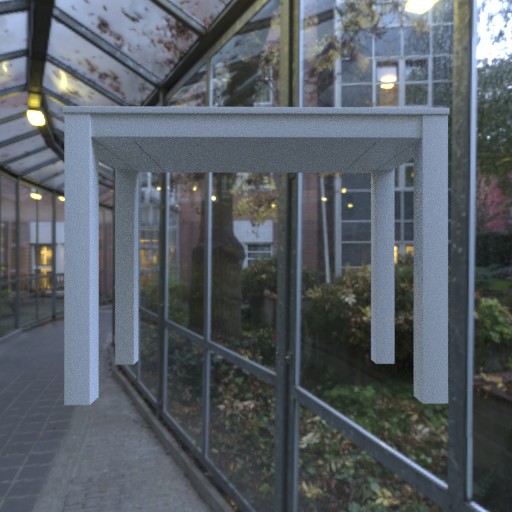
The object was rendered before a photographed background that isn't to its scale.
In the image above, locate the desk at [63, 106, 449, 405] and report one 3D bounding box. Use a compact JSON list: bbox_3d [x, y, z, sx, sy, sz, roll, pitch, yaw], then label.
[{"bbox_3d":[0.000,0.000,1.383,0.990,0.762,0.497,0,0,-1],"label":"desk"}]
